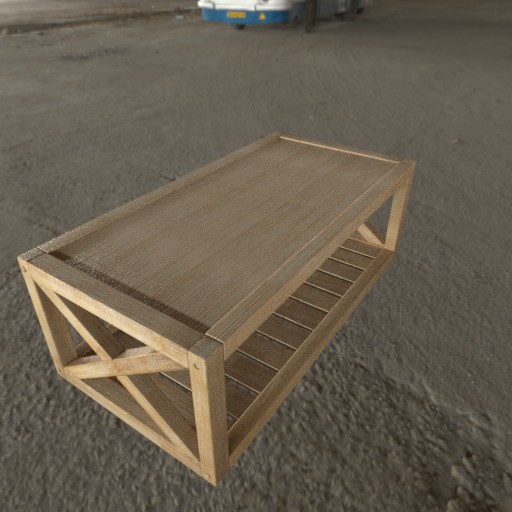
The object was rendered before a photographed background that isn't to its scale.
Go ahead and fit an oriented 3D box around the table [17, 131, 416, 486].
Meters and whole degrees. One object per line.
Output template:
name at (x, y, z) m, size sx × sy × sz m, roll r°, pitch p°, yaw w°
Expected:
table at (0.000, 0.000, 1.607) m, size 0.660 × 0.457 × 1.321 m, roll 21°, pitch 39°, yaw 28°
